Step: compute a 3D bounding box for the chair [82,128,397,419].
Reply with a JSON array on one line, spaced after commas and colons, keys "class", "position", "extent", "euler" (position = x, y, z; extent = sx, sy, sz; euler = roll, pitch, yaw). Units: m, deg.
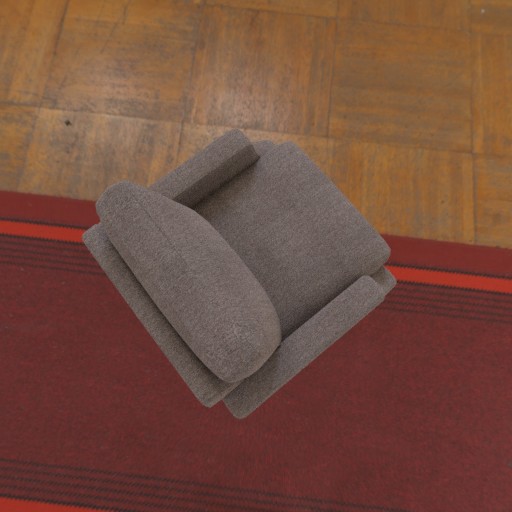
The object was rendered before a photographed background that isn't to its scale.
[{"class": "chair", "position": [0.000, 0.000, 1.699], "extent": [0.897, 0.993, 0.855], "euler": [-38, 78, -9]}]
